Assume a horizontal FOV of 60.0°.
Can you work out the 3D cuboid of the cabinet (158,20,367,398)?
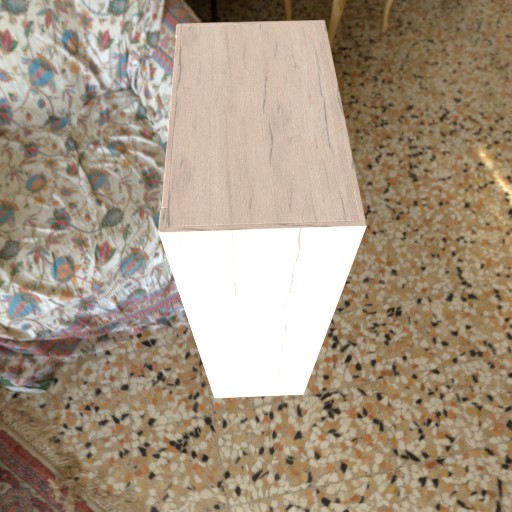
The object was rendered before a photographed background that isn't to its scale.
[{"bbox_3d":[0.000,0.000,2.308,0.580,1.930,0.980,-2,59,-1],"label":"cabinet"}]
